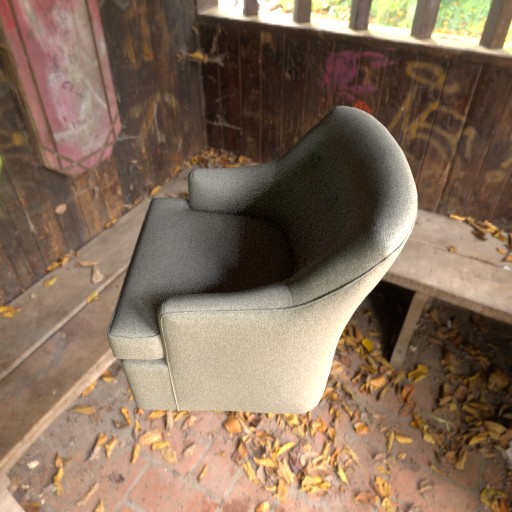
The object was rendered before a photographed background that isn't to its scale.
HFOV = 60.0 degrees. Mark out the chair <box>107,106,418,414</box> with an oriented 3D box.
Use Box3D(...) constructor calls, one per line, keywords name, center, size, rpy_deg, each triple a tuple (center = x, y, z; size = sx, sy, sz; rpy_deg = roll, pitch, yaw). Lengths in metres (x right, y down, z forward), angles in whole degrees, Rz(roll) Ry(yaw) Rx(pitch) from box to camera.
Box3D(name="chair", center=(0.000, 0.000, 1.611), size=(0.923, 0.856, 0.864), rpy_deg=(0, 41, 0))
